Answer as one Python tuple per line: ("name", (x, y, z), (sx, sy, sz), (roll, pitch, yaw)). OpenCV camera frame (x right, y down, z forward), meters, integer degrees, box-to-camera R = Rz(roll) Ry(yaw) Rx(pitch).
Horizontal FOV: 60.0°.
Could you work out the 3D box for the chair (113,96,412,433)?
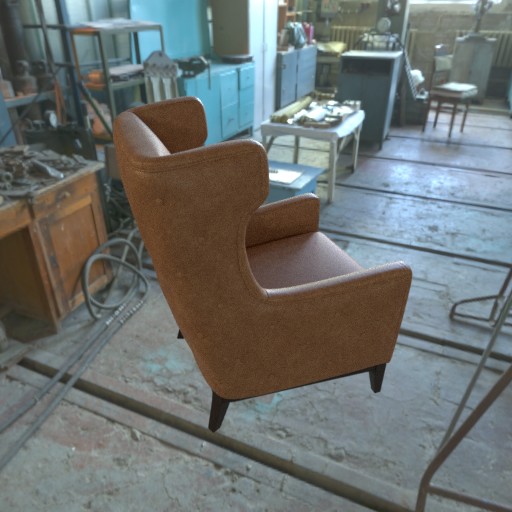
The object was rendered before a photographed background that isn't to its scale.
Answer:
("chair", (0.000, 0.000, 1.695), (0.899, 1.079, 0.766), (-11, 32, -18))
